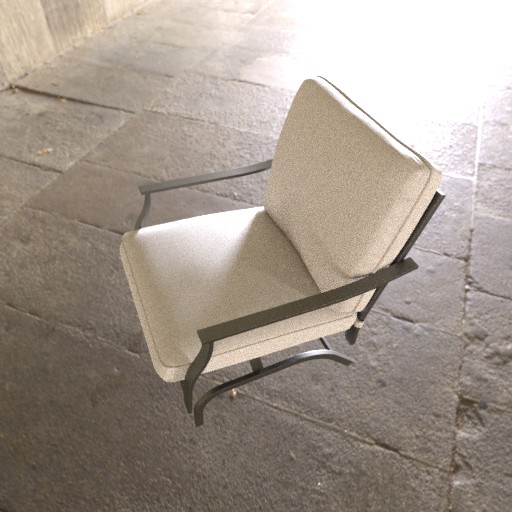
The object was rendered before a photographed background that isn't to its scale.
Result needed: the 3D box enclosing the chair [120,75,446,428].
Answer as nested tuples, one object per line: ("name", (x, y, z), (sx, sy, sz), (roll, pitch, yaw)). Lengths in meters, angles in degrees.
("chair", (0.000, 0.000, 1.400), (0.787, 0.860, 0.650), (-17, 48, -16))
